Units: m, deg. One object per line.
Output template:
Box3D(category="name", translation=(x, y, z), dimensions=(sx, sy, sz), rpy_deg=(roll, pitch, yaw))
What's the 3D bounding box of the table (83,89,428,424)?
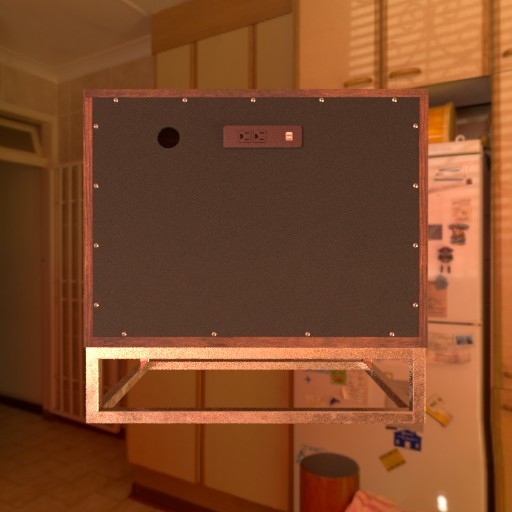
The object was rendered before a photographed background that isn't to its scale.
Box3D(category="table", translation=(0.000, 0.000, 1.249), dimensions=(0.767, 0.746, 0.542), rpy_deg=(0, 0, 0))
